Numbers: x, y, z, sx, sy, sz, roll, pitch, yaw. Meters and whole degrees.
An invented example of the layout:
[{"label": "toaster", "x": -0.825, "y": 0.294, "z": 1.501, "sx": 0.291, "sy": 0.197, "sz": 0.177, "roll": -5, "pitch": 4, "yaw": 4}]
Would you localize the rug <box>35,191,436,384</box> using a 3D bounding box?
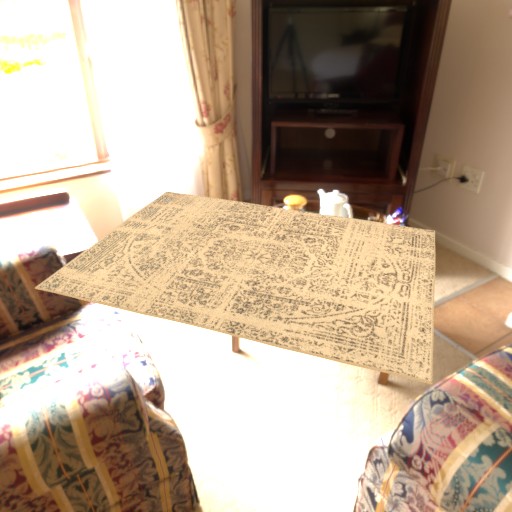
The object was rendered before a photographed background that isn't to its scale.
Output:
[{"label": "rug", "x": 0.000, "y": 0.000, "z": 3.193, "sx": 2.438, "sy": 0.026, "sz": 1.706, "roll": 10, "pitch": 32, "yaw": 17}]
